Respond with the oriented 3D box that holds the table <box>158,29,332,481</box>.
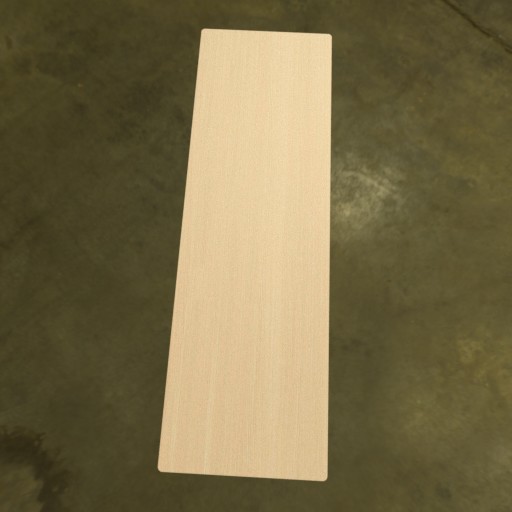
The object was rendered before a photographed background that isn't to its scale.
[{"bbox_3d":[0.000,0.000,1.703,0.447,0.750,1.397,3,75,1],"label":"table"}]
